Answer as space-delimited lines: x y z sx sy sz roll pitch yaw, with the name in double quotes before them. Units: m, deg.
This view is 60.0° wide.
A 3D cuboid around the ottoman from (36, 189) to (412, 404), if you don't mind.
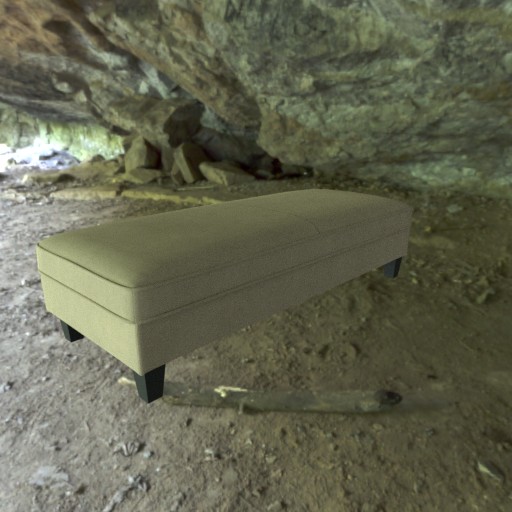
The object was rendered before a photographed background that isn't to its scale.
"ottoman" 0.000 0.000 2.060 0.735 0.460 1.726 16 23 42
